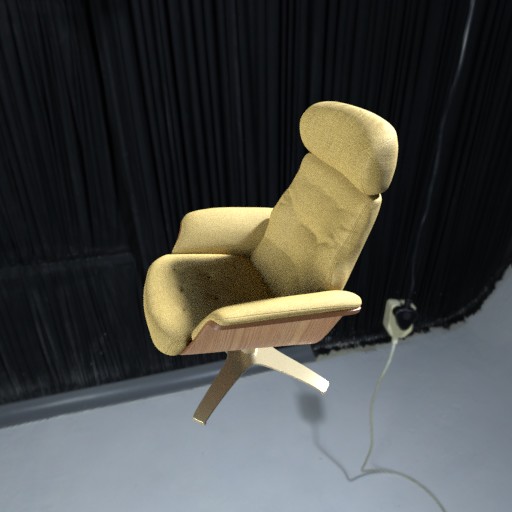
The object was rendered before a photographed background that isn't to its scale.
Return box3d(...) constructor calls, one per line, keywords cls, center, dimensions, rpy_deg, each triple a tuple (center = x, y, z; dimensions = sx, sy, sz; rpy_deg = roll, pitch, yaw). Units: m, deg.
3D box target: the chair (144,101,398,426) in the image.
box3d(cls="chair", center=(0.000, 0.000, 1.617), dimensions=(0.837, 0.995, 0.785), rpy_deg=(-8, 31, -13))
